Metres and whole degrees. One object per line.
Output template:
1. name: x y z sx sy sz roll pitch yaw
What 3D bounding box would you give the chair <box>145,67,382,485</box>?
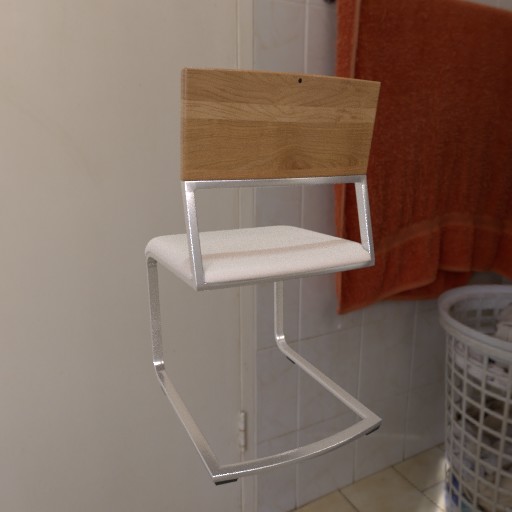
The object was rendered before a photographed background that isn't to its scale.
1. chair: 0.000 0.000 1.164 0.467 0.844 0.585 -7 15 -25
